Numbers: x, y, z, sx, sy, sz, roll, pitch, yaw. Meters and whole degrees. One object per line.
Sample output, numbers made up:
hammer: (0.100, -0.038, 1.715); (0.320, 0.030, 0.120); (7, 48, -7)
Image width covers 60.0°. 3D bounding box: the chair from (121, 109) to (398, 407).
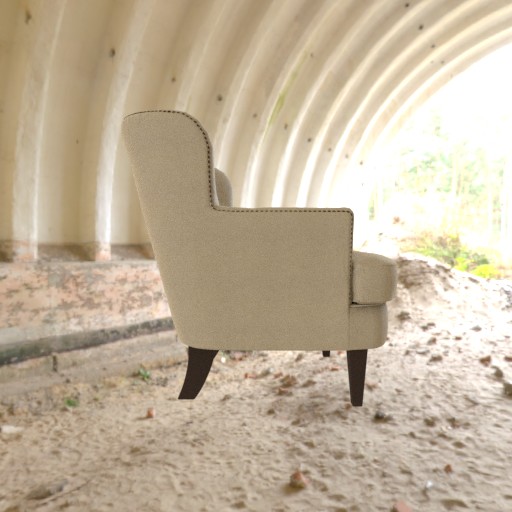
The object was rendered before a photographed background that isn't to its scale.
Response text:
chair: (0.000, 0.000, 1.603); (0.906, 0.868, 0.848); (0, 0, 1)
